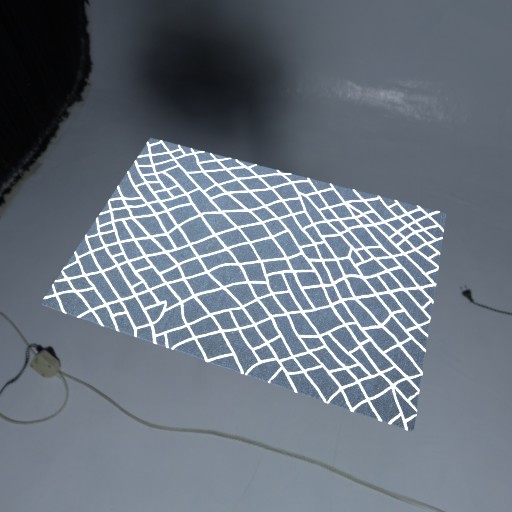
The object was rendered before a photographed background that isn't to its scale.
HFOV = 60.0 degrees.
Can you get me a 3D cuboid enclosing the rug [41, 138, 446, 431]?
[{"bbox_3d":[0.000,0.000,2.329,1.830,0.013,1.223,16,60,10],"label":"rug"}]
